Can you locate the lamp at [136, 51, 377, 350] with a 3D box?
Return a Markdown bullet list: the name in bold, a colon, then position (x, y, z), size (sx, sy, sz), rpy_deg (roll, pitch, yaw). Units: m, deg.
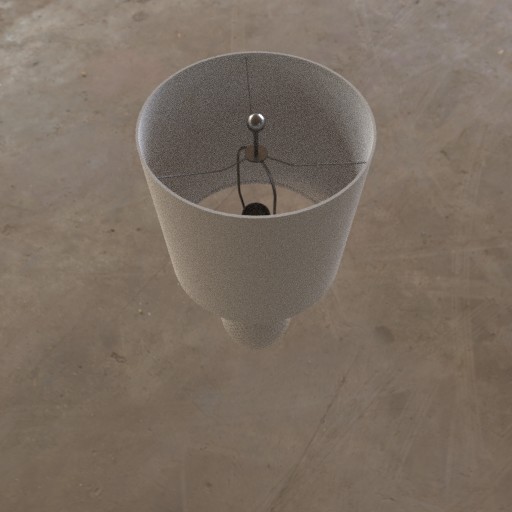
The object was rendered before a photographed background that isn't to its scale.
- **lamp**: position (0.000, 0.000, 0.589), size (0.214, 0.466, 0.214), rpy_deg (-31, 63, -18)
